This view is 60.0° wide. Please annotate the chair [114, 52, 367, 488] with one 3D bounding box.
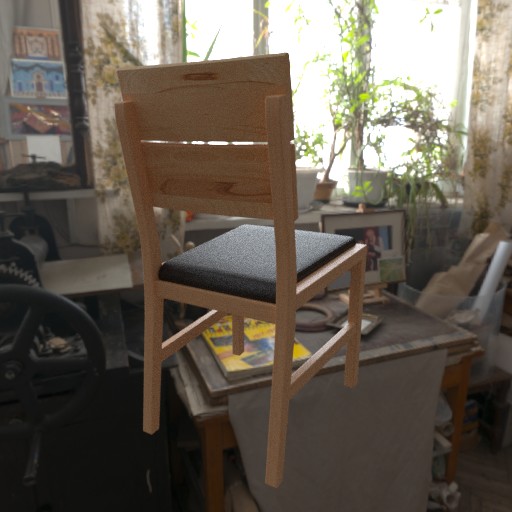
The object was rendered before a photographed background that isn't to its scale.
[{"bbox_3d":[0.000,0.000,1.244,0.475,0.950,0.560,9,18,28],"label":"chair"}]
